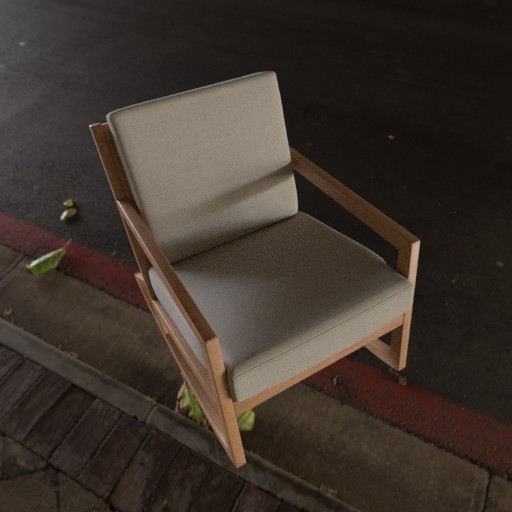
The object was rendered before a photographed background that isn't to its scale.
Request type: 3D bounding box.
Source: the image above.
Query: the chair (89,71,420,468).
[{"bbox_3d":[0.000,0.000,1.370,0.622,0.790,0.857,-23,50,-20],"label":"chair"}]
